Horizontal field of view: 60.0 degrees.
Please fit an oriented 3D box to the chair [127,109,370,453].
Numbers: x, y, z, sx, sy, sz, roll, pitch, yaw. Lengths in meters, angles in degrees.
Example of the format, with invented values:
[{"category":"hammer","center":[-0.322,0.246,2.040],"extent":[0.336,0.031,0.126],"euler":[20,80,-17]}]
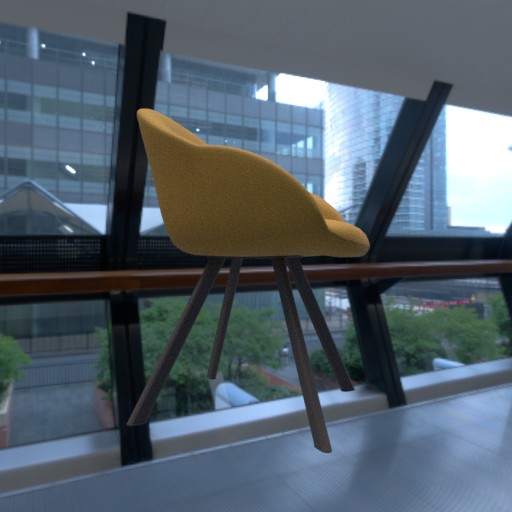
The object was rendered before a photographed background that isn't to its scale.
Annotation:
[{"category":"chair","center":[0.000,0.000,1.182],"extent":[0.583,0.793,0.551],"euler":[0,-1,18]}]
